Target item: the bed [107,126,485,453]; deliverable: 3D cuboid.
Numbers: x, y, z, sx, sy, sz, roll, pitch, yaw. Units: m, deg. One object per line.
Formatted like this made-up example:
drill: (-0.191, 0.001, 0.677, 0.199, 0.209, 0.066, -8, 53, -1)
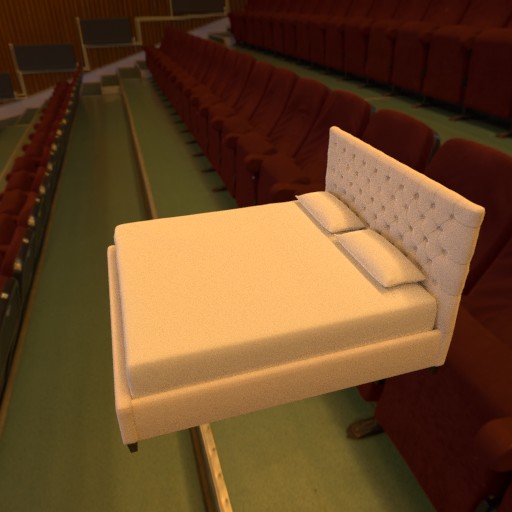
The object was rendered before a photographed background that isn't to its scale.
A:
bed: (0.000, 0.000, 3.617, 2.387, 1.427, 2.078, -9, 32, -15)
